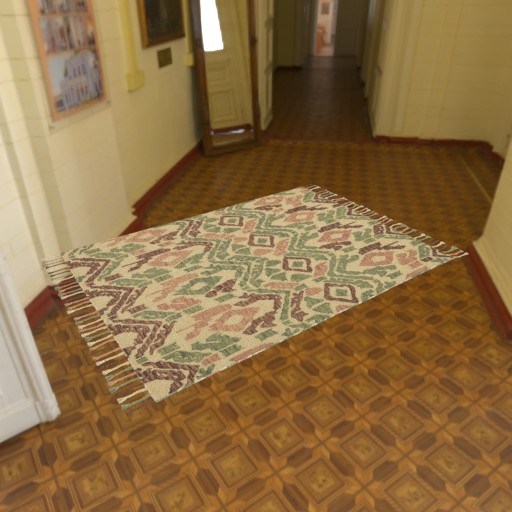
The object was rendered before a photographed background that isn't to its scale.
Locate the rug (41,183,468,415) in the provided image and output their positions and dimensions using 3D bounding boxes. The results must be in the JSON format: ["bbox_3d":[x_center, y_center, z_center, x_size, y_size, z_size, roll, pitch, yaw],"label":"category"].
[{"bbox_3d":[0.000,0.000,2.254,1.829,0.010,1.219,-19,35,-30],"label":"rug"}]
